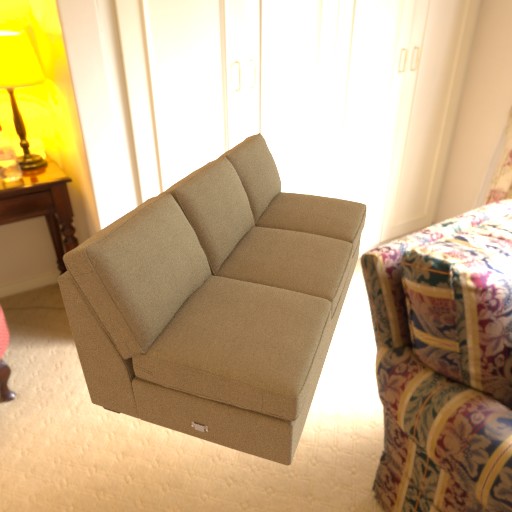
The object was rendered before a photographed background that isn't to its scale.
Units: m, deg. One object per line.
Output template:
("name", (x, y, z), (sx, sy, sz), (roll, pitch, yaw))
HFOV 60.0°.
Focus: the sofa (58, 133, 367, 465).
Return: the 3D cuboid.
("sofa", (0.000, 0.000, 2.755), (1.127, 1.036, 2.092), (10, 31, 17))
